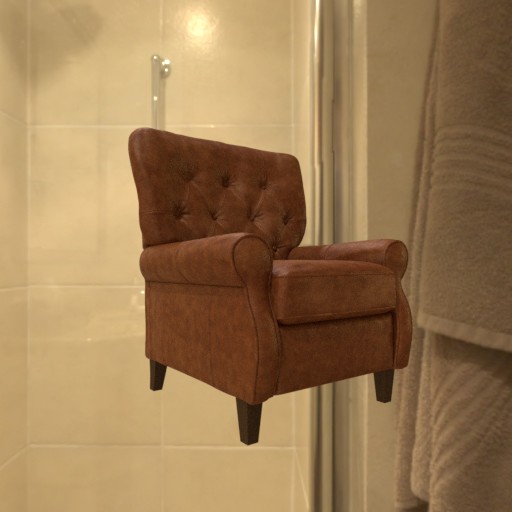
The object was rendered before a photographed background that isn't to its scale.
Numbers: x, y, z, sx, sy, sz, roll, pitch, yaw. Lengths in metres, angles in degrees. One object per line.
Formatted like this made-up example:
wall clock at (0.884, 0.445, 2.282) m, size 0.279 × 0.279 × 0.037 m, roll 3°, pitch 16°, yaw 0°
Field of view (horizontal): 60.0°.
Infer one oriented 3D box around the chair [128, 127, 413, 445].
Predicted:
chair at (0.000, 0.000, 1.913) m, size 0.951 × 1.164 × 1.059 m, roll 0°, pitch -1°, yaw -37°
